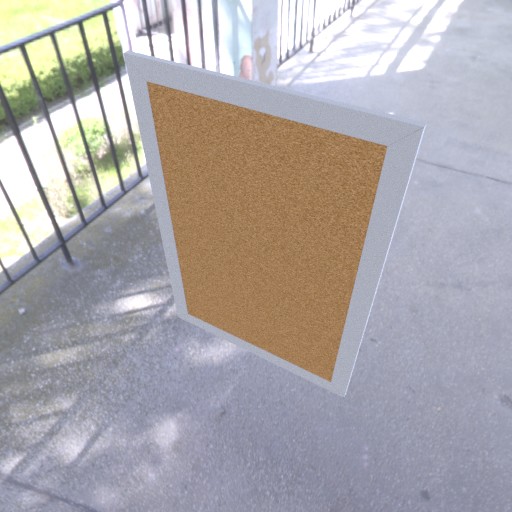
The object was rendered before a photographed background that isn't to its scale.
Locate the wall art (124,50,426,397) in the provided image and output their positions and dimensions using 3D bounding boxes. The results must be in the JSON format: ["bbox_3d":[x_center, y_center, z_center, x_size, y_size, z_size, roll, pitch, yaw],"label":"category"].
[{"bbox_3d":[0.000,0.000,0.829,0.454,0.659,0.011,22,49,20],"label":"wall art"}]
